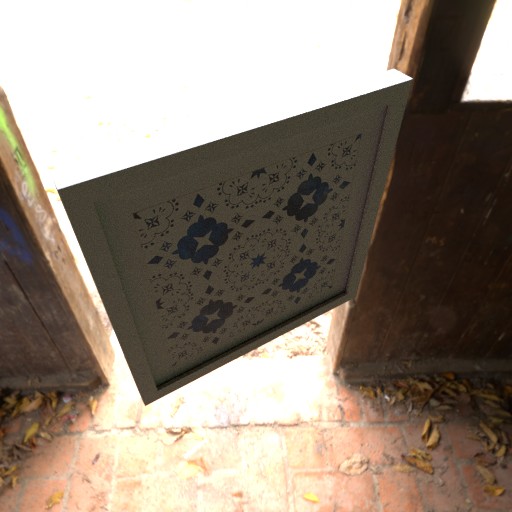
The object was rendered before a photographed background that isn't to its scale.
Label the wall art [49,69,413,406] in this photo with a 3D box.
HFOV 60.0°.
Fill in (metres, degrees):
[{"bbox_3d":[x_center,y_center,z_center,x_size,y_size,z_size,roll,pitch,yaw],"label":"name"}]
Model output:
[{"bbox_3d":[0.000,0.000,0.523,0.355,0.355,0.027,-23,51,-21],"label":"wall art"}]
